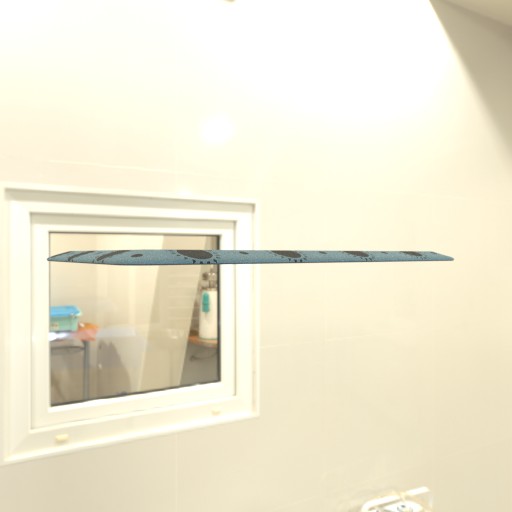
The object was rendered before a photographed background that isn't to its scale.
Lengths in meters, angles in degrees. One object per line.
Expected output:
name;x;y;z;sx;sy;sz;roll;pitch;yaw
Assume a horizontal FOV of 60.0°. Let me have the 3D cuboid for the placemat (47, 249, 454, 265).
placemat;0.000;0.000;0.970;0.762;0.021;0.508;0;0;-36
